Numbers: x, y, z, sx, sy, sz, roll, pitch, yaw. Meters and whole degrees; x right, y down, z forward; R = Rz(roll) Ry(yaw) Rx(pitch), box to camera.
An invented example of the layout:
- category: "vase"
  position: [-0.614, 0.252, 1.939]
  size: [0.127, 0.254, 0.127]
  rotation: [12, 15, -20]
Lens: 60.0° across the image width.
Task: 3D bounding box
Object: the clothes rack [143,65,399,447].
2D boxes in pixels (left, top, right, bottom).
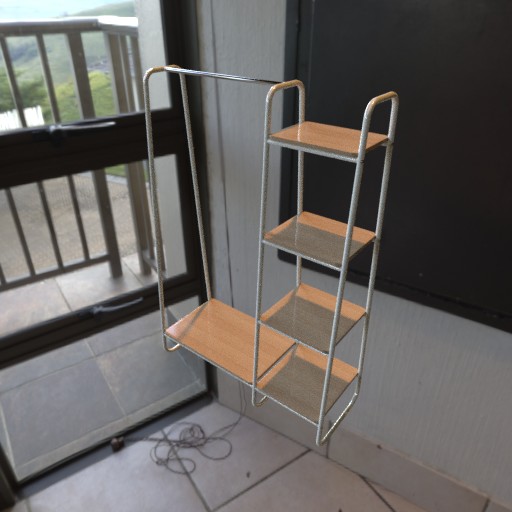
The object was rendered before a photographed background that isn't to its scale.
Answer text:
- category: "clothes rack"
  position: [0.000, 0.000, 1.992]
  size: [1.011, 1.500, 0.400]
  rotation: [22, 37, 32]
